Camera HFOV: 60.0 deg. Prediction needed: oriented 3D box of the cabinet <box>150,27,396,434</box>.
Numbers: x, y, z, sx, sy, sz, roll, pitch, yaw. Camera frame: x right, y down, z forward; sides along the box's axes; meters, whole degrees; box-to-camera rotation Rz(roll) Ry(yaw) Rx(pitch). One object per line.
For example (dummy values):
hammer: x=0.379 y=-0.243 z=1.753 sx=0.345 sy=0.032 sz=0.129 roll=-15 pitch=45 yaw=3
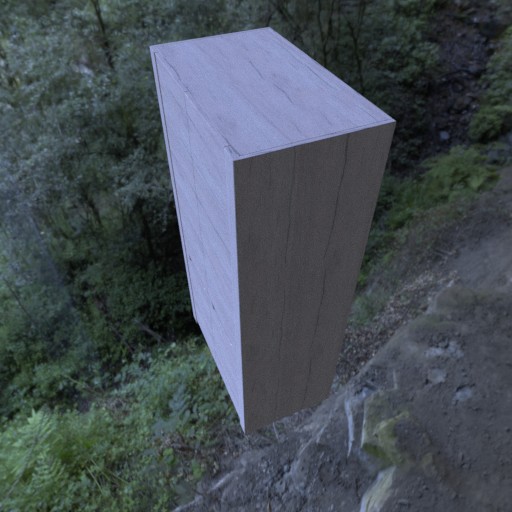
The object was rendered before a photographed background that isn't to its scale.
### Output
cabinet: x=0.000 y=0.000 z=2.380 sx=0.580 sy=1.930 sz=0.980 roll=-18 pitch=48 yaw=-17
